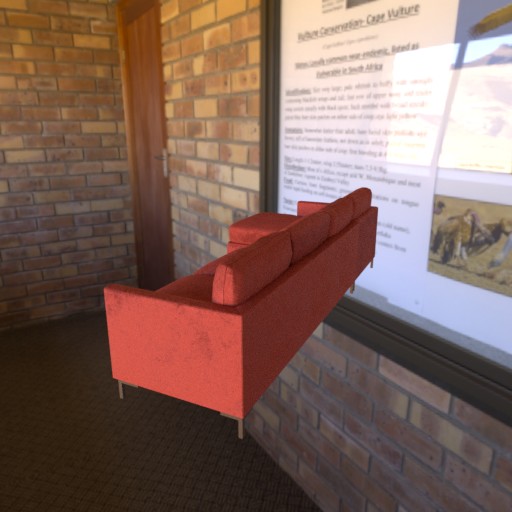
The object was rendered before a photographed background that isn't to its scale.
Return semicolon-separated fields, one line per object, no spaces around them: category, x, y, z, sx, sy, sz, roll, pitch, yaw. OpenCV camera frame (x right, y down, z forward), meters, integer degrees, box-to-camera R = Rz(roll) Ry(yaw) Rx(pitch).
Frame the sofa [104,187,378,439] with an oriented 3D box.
sofa;0.000;0.000;4.009;1.500;0.967;3.400;8;18;25
